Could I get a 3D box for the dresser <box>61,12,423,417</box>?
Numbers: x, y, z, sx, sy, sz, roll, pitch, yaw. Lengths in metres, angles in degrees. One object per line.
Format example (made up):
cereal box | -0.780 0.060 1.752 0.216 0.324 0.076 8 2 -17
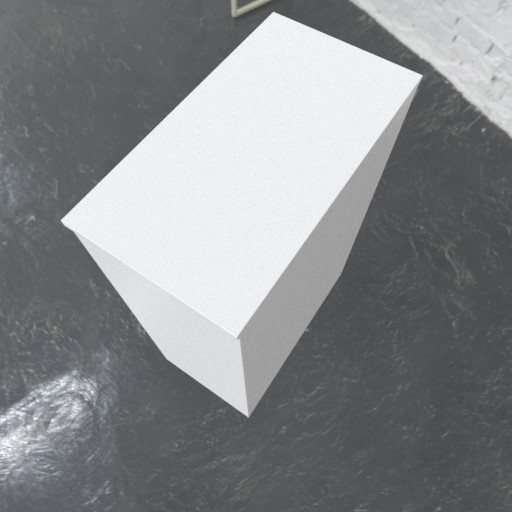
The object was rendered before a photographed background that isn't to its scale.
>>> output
dresser | 0.000 0.000 1.335 0.401 1.021 0.704 31 67 15
